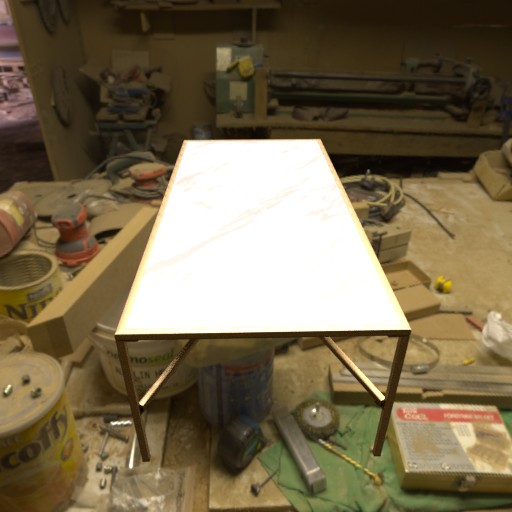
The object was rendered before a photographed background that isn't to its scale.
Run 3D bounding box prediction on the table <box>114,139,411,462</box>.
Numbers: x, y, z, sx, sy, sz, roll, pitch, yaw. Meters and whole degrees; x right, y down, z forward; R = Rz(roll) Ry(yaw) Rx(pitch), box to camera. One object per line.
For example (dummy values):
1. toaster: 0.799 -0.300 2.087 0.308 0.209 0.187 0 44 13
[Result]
1. table: 0.000 0.000 1.468 0.577 0.405 1.197 -1 32 -1
